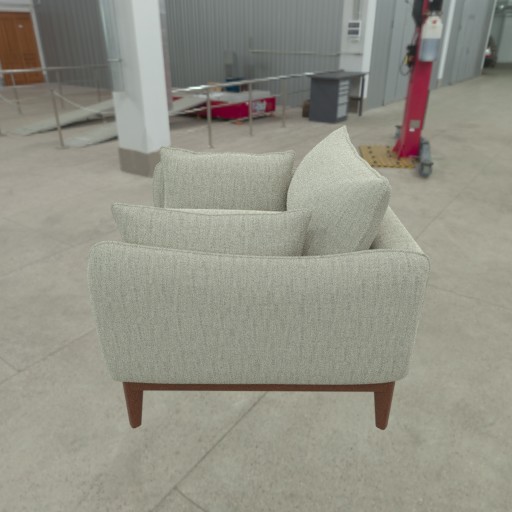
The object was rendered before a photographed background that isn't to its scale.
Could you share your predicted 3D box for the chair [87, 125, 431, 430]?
[{"bbox_3d":[0.000,0.000,1.718,0.991,0.855,0.994,0,27,0],"label":"chair"}]
